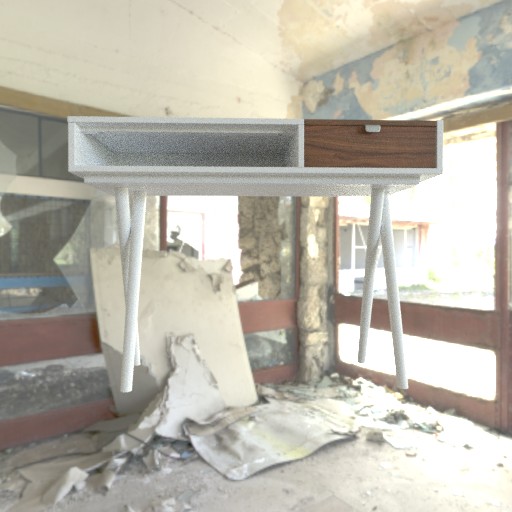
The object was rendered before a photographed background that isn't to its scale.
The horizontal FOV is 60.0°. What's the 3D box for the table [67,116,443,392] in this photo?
[{"bbox_3d":[0.000,0.000,1.450,1.066,0.785,0.418,0,1,-2],"label":"table"}]
